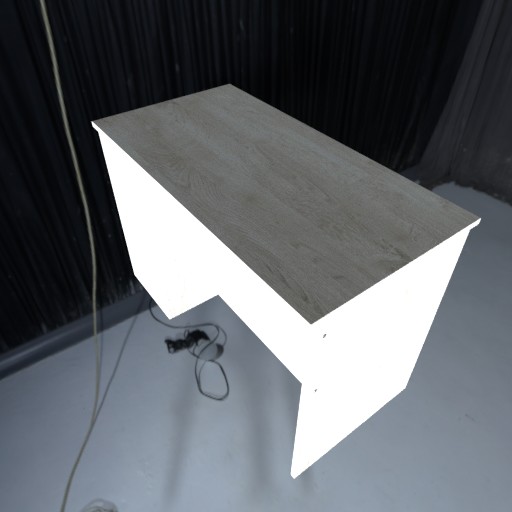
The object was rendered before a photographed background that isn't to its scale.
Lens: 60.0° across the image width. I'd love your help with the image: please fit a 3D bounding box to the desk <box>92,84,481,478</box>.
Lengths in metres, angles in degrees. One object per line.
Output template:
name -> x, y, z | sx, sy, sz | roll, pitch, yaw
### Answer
desk -> 0.000, 0.000, 1.530 | 0.560, 0.730, 1.096 | -26, 48, -27
